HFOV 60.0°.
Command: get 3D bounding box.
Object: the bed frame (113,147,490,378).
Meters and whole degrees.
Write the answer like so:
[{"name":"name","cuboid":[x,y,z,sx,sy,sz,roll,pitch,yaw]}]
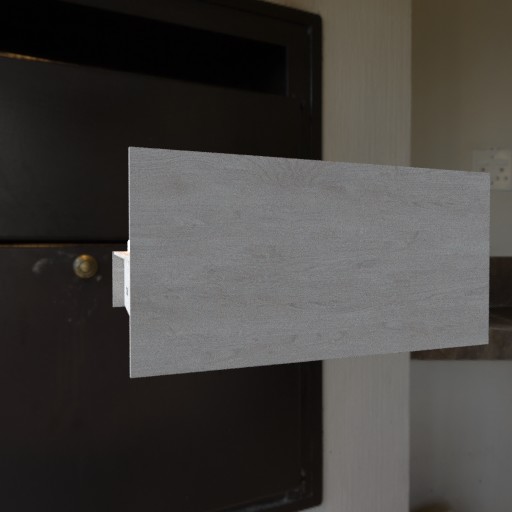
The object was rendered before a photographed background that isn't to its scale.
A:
[{"name":"bed frame","cuboid":[0.000,0.000,2.726,1.622,0.800,1.960,0,1,-20]}]
